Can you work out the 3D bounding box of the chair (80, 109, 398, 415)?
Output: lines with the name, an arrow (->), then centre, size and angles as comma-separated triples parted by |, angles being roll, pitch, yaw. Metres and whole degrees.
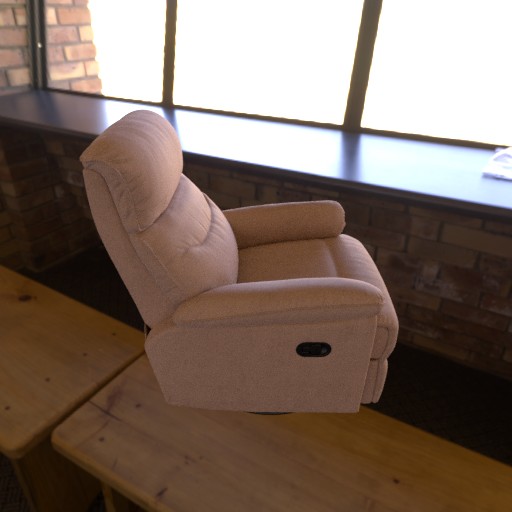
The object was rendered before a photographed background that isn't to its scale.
chair -> 0.000, 0.000, 1.709 | 1.004, 1.037, 0.820 | 0, 29, -1
